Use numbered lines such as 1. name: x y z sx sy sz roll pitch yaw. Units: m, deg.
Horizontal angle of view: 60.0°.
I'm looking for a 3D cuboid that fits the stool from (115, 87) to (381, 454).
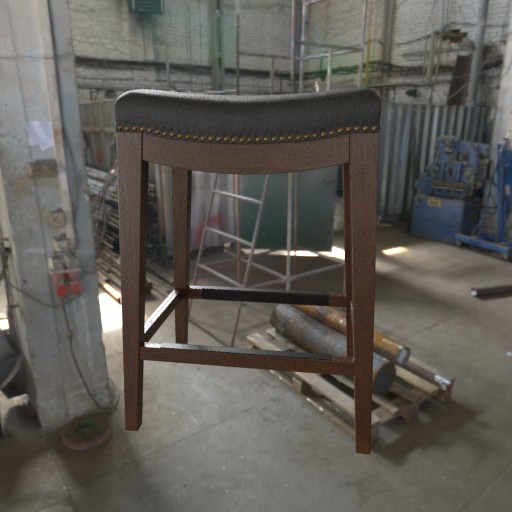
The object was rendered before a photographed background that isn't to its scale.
1. stool: 0.000 0.000 0.945 0.490 0.664 0.353 2 17 8
